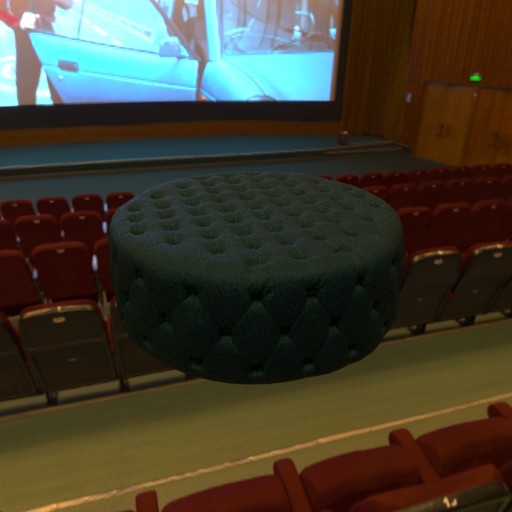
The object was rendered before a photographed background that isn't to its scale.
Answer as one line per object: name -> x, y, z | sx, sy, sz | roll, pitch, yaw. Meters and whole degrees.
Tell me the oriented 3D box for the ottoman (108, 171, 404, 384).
ottoman -> 0.000, 0.000, 1.577 | 0.998, 0.398, 0.998 | 0, 26, 0
